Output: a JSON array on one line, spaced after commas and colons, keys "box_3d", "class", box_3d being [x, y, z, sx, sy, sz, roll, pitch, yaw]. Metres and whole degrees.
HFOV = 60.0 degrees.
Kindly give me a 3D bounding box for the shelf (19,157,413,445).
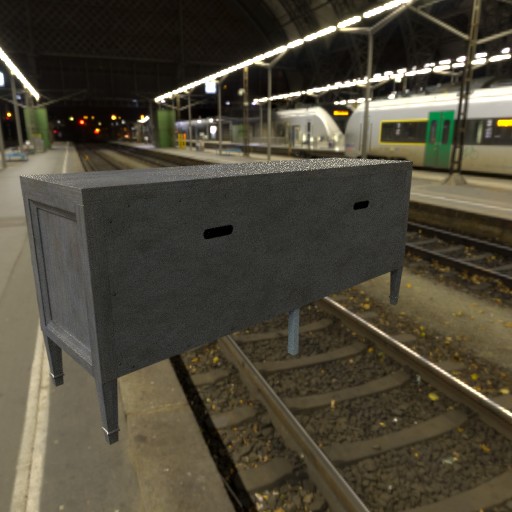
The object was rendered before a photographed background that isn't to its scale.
[{"box_3d": [0.000, 0.000, 1.819, 1.575, 0.719, 0.479, -14, 21, -41], "class": "shelf"}]
